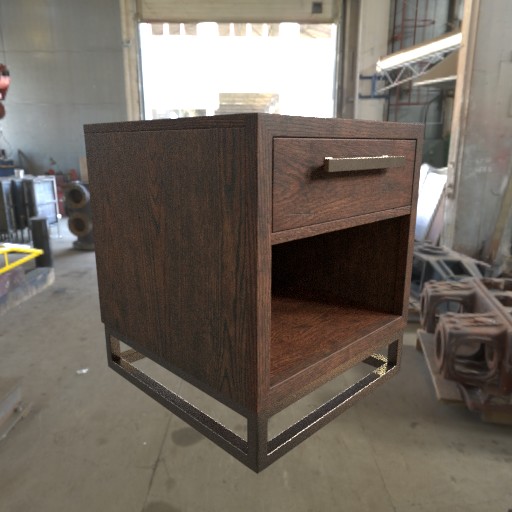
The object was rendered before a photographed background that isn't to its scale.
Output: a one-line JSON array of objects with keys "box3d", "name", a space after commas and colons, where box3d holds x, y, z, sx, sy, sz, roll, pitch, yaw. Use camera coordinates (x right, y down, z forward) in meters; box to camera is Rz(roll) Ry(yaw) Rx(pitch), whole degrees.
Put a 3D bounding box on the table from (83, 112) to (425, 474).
[{"box3d": [0.000, 0.000, 1.019, 0.506, 0.582, 0.566, -14, 20, -43], "name": "table"}]
